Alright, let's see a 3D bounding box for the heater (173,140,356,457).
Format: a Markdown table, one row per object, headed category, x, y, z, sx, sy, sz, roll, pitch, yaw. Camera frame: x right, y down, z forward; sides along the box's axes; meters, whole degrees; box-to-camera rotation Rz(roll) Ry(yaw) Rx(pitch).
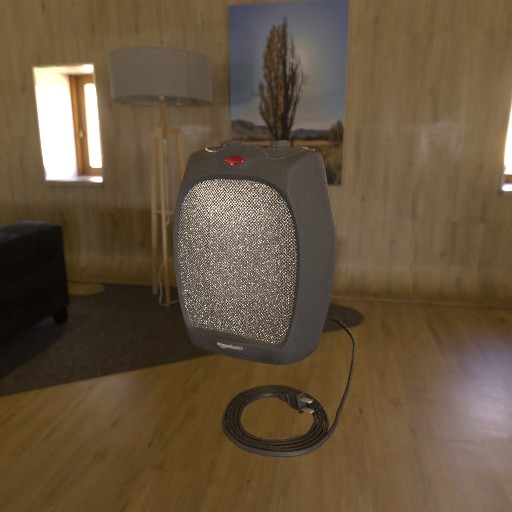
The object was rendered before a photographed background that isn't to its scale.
| category | x | y | z | sx | sy | sz | roll | pitch | yaw |
| --- | --- | --- | --- | --- | --- | --- | --- | --- | --- |
| heater | 0.000 | 0.000 | 0.473 | 0.239 | 0.240 | 0.291 | 7 | 16 | 26 |
